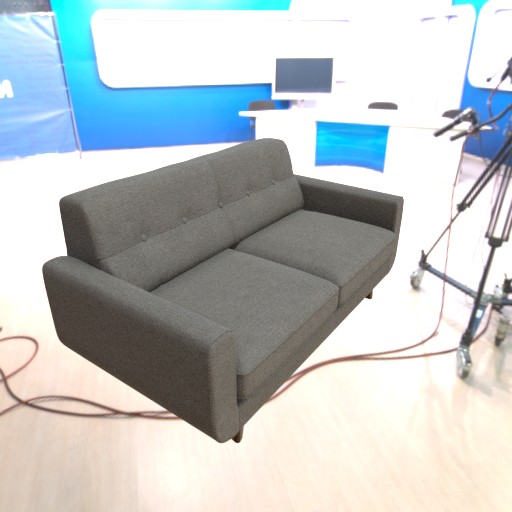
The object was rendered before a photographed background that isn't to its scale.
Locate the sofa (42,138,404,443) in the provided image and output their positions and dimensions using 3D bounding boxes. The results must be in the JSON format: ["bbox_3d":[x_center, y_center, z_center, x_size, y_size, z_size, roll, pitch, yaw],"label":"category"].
[{"bbox_3d":[0.000,0.000,2.136,0.909,0.841,1.631,18,32,32],"label":"sofa"}]
